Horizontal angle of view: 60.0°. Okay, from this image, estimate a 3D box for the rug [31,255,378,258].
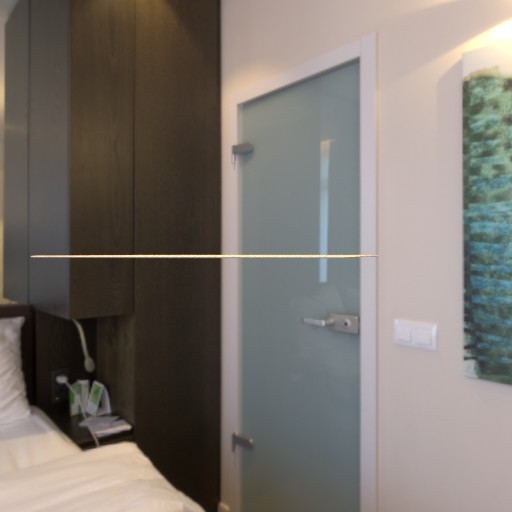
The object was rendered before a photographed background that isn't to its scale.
[{"bbox_3d":[0.000,0.000,3.073,1.529,0.012,2.435,0,0,18],"label":"rug"}]
